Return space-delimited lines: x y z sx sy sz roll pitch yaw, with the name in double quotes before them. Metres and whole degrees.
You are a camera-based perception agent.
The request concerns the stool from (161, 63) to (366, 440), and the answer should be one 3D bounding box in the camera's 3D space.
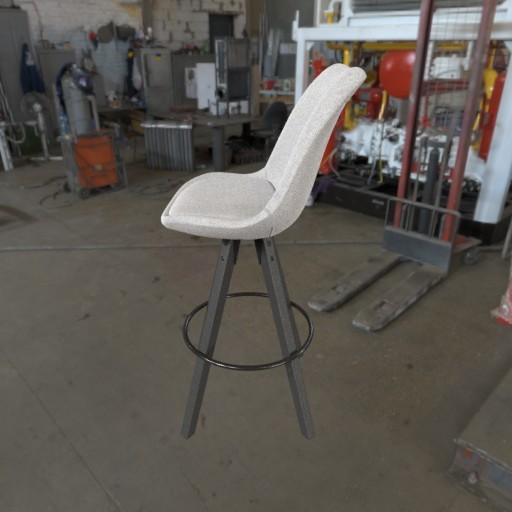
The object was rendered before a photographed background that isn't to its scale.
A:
"stool" 0.000 0.000 1.408 0.550 1.115 0.485 0 25 0
